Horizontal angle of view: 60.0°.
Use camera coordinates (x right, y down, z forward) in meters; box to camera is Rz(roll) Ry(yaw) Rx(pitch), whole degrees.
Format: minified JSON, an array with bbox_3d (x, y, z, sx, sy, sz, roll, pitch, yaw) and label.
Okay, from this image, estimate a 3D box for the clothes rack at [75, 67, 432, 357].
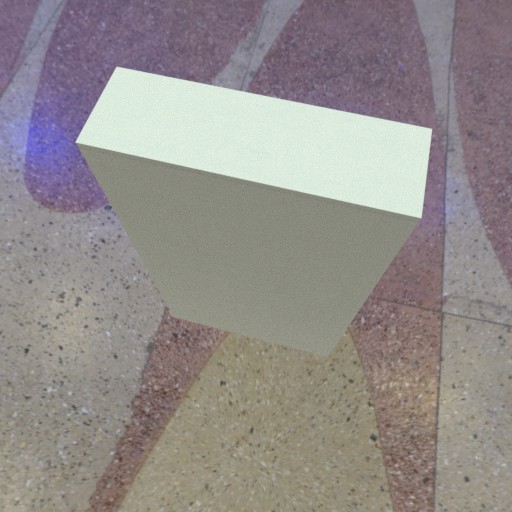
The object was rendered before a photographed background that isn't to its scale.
[{"bbox_3d":[0.000,0.000,1.557,0.750,1.280,0.250,13,66,6],"label":"clothes rack"}]
